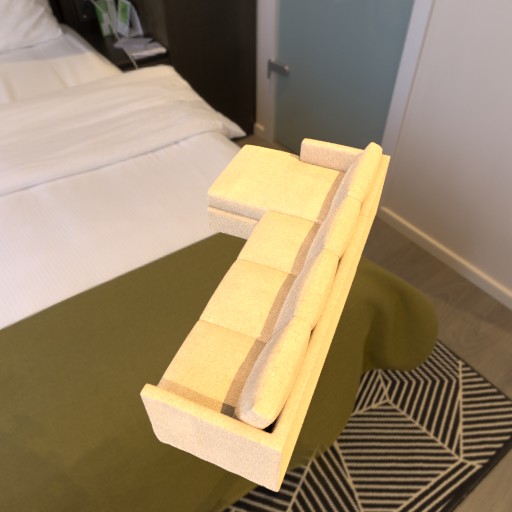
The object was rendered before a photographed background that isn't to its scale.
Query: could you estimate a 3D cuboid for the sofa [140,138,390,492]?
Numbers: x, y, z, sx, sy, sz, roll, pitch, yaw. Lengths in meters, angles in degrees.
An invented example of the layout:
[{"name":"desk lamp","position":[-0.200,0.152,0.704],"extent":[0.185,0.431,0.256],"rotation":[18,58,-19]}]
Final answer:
[{"name":"sofa","position":[0.000,0.000,3.875],"extent":[1.650,0.922,3.205],"rotation":[17,48,16]}]
